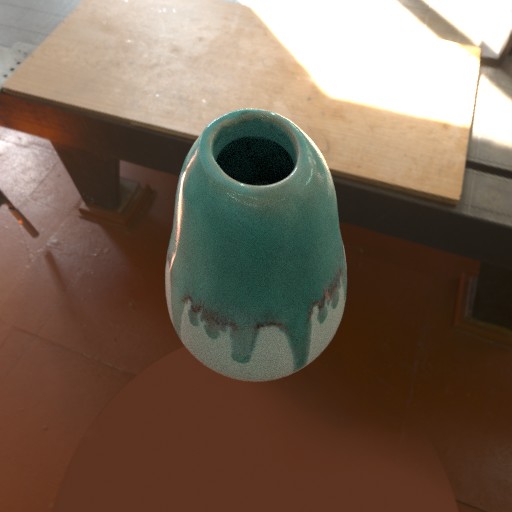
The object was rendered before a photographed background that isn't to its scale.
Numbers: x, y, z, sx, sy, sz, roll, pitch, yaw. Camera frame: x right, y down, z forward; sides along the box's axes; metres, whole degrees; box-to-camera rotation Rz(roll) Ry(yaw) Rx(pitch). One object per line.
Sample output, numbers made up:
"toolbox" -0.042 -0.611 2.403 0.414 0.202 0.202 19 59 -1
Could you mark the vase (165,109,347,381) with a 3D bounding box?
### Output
"vase" 0.000 0.000 0.256 0.116 0.179 0.116 0 59 0
